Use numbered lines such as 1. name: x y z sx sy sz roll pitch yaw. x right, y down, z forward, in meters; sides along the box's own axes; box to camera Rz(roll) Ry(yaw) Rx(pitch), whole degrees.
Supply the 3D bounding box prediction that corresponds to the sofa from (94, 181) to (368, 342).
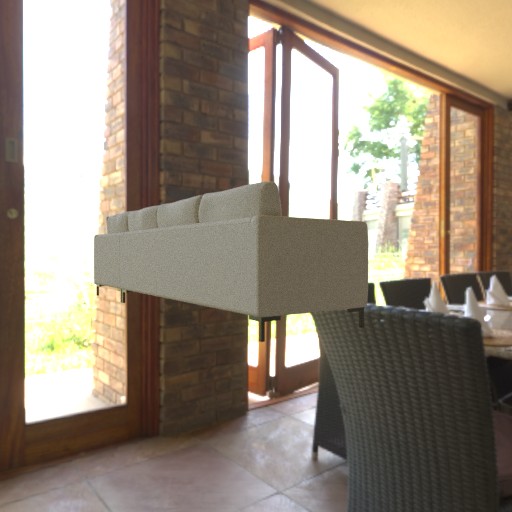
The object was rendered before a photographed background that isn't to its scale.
1. sofa: 0.000 0.000 3.889 2.007 0.815 2.949 0 0 -35
